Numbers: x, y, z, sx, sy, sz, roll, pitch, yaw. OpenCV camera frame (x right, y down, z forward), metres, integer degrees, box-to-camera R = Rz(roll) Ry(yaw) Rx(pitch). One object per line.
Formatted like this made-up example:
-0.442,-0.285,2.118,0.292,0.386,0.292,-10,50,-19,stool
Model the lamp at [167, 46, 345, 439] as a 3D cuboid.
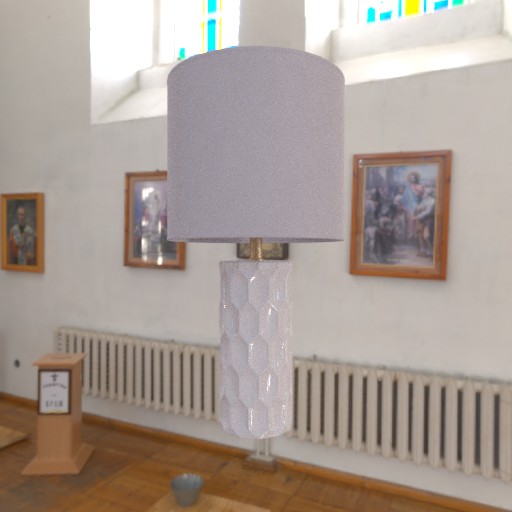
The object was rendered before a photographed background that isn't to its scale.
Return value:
0.000,0.000,0.703,0.277,0.537,0.277,0,0,-20,lamp
